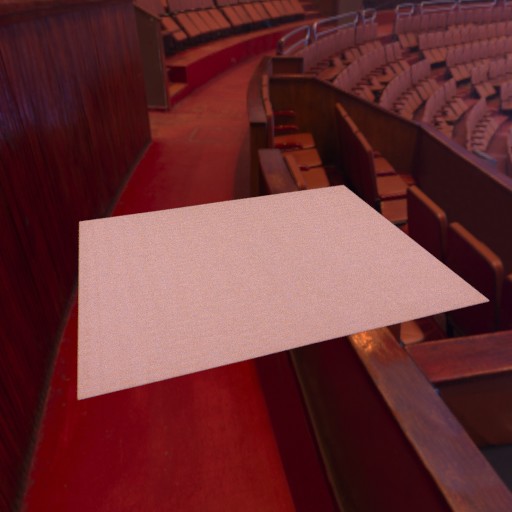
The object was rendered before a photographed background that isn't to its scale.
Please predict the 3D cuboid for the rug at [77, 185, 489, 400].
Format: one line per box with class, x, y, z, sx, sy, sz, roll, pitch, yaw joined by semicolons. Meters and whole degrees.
rug;0.000;0.000;4.028;3.055;0.021;2.410;-10;33;-16
